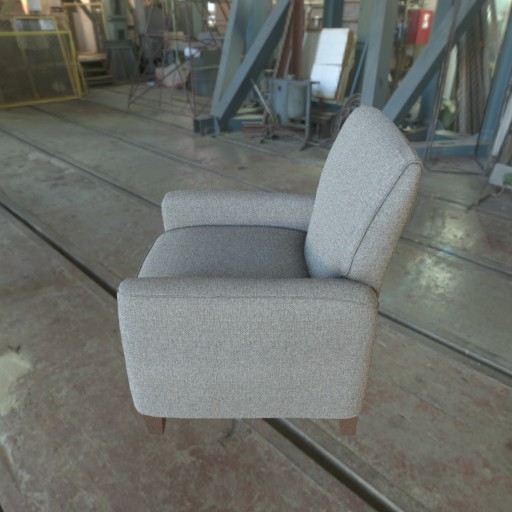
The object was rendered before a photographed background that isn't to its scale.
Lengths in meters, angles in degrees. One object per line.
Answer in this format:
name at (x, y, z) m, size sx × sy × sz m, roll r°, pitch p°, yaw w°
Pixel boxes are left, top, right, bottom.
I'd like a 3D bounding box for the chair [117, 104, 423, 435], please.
chair at (0.000, 0.000, 1.624) m, size 0.864 × 1.014 × 0.848 m, roll 0°, pitch 29°, yaw 0°
